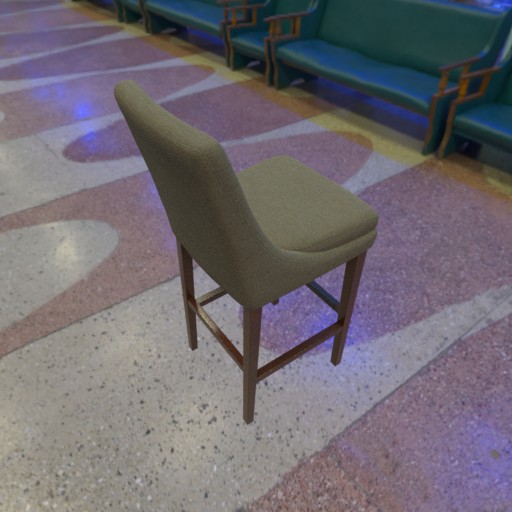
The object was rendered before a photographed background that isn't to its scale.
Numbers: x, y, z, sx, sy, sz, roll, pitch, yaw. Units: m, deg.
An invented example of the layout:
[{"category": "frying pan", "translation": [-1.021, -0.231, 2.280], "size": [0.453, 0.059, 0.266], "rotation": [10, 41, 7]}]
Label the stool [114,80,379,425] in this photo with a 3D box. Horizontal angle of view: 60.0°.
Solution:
[{"category": "stool", "translation": [0.000, 0.000, 1.386], "size": [0.577, 1.078, 0.470], "rotation": [-25, 47, -26]}]
